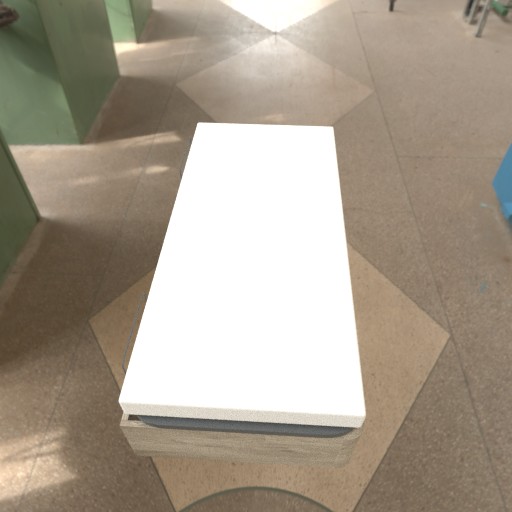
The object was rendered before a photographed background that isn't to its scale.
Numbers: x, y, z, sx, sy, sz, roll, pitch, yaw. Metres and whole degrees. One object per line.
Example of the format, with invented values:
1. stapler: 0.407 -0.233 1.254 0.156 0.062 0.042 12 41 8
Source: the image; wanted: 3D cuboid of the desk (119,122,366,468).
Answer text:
1. desk: 0.000 0.000 2.299 0.900 0.455 1.900 2 47 2
